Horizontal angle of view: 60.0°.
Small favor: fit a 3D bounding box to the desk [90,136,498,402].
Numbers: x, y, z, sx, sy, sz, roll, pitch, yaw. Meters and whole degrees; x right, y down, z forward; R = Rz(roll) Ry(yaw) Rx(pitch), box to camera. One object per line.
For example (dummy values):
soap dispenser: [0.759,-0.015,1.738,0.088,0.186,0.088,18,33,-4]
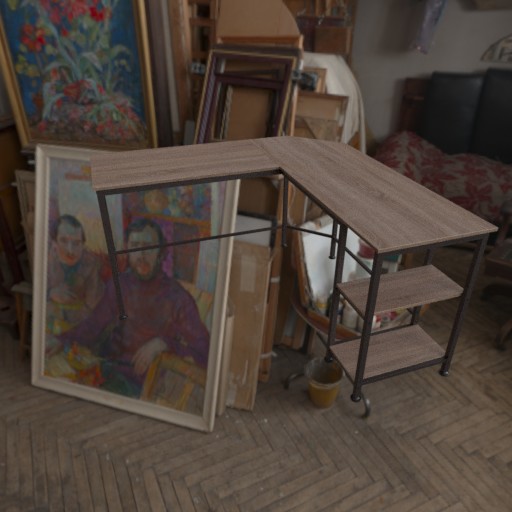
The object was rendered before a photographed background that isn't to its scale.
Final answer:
desk: [0.000,0.000,2.159,1.379,0.739,1.379,-10,32,-16]
